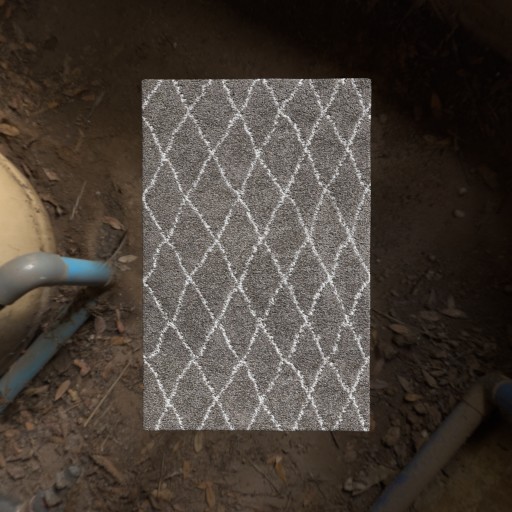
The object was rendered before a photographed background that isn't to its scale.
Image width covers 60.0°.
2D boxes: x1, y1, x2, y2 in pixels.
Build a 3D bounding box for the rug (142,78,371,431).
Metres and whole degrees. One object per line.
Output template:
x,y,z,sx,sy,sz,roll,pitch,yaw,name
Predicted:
0.000,0.000,3.457,1.778,0.030,2.743,0,91,1,rug
